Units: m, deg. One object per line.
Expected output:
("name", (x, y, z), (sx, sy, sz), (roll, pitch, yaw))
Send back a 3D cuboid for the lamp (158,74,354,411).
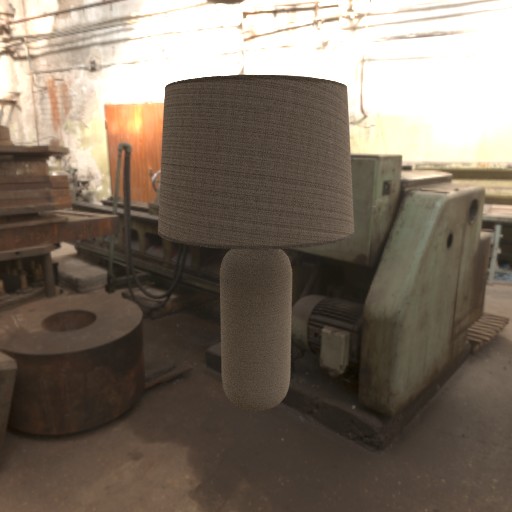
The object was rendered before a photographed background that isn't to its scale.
("lamp", (0.000, 0.000, 0.859), (0.367, 0.609, 0.367), (0, 13, 0))
